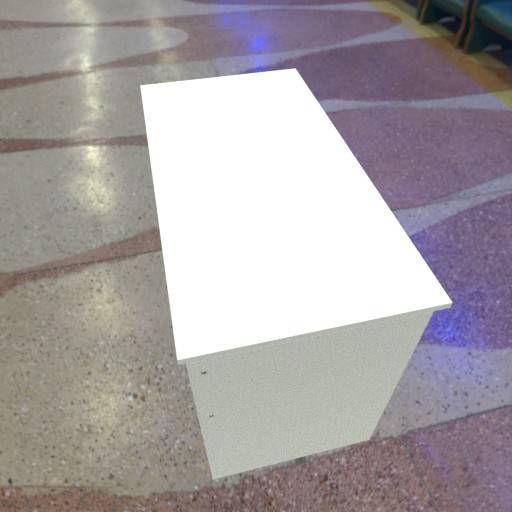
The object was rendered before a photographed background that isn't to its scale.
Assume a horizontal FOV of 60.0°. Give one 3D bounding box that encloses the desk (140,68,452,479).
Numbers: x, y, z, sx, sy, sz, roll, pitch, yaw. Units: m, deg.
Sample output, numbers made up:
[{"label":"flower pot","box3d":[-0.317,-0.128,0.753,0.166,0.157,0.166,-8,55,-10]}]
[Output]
[{"label":"desk","box3d":[0.000,0.000,1.485,0.560,0.730,1.096,-10,48,-9]}]
